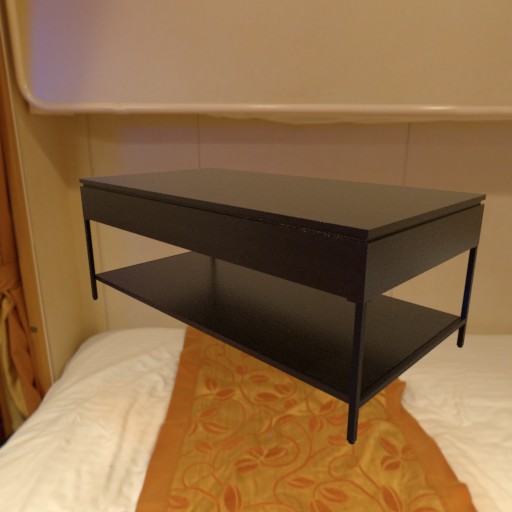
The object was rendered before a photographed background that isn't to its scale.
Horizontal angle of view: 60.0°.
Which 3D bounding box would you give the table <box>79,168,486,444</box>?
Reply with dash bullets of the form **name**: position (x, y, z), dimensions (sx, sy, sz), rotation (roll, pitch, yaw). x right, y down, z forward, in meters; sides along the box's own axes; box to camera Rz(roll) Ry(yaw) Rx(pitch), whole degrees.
- **table**: position (0.000, 0.000, 1.370), dimensions (1.095, 0.435, 0.574), rotation (15, 22, 42)
